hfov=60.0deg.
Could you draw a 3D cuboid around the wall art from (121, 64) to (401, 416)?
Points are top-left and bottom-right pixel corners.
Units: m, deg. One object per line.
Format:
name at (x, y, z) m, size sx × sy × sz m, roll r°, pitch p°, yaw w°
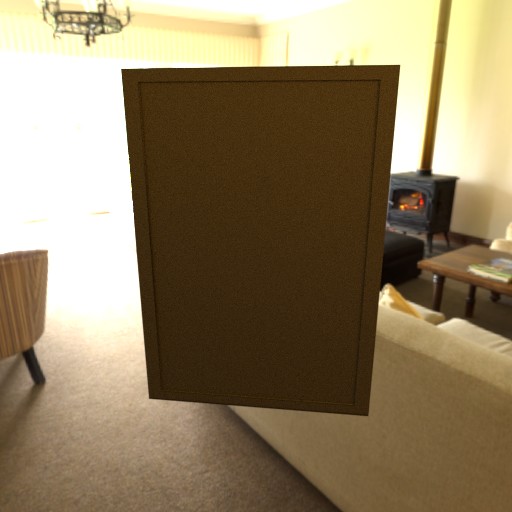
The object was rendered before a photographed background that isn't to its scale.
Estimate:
wall art at (0.000, 0.000, 0.548) m, size 0.303 × 0.431 × 0.013 m, roll 2°, pitch 18°, yaw 7°
